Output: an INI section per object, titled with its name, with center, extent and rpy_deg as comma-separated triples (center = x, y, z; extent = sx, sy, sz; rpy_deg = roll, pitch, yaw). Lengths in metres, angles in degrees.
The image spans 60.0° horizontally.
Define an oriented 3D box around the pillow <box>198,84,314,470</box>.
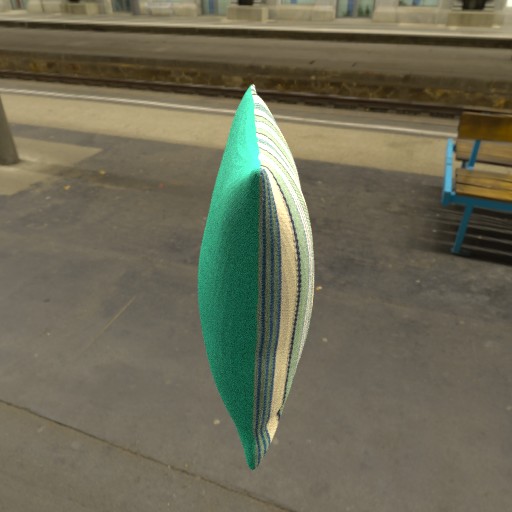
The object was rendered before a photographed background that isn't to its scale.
[pillow]
center = 0.000, 0.000, 0.692
extent = 0.182, 0.441, 0.440
rpy_deg = -1, 32, -1
